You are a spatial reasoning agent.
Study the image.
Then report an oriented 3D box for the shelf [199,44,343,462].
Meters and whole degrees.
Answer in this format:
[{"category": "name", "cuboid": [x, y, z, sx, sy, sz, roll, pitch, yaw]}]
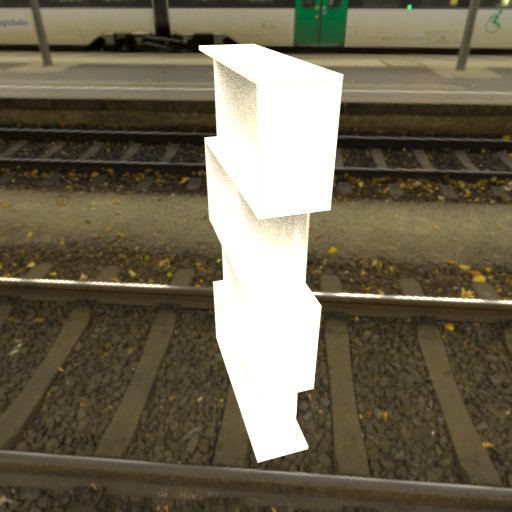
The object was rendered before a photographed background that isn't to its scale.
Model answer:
[{"category": "shelf", "cuboid": [0.000, 0.000, 2.003, 0.250, 1.650, 0.890, -9, 32, -14]}]
